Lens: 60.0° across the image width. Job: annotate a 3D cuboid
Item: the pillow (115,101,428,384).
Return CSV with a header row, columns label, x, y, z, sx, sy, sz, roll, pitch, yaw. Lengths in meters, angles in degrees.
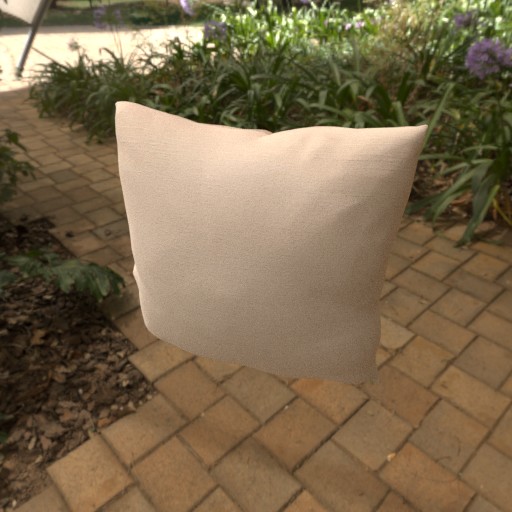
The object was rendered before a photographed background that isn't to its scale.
label,x,y,z,sx,sy,sz,roll,pitch,yaw
pillow,0.000,0.000,0.709,0.450,0.448,0.245,10,33,15
